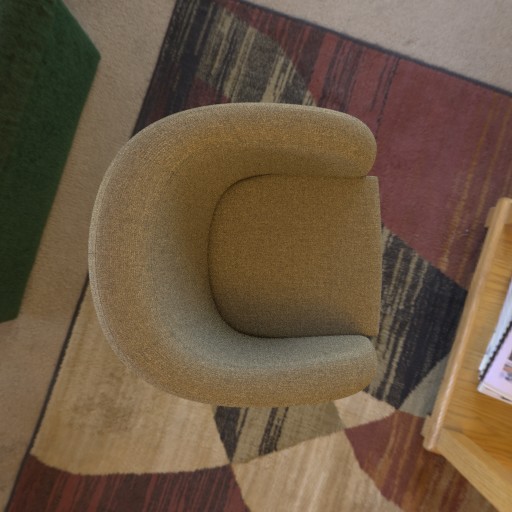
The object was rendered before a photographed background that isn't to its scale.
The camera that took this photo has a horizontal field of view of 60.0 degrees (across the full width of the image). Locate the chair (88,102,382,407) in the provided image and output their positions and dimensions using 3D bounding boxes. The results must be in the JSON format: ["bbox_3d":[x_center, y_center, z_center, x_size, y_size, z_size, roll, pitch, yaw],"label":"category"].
[{"bbox_3d":[0.000,0.000,1.424,0.815,0.771,0.791,0,89,-1],"label":"chair"}]
